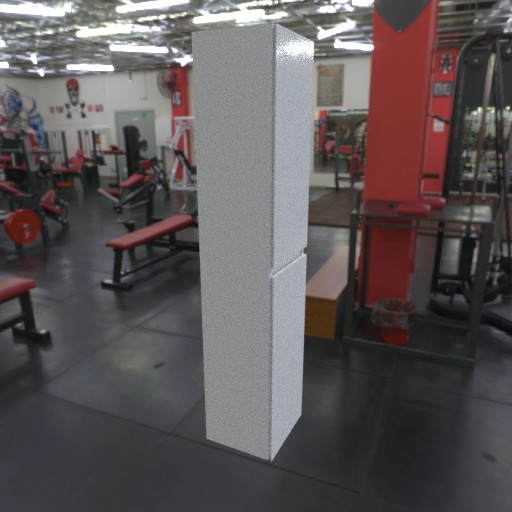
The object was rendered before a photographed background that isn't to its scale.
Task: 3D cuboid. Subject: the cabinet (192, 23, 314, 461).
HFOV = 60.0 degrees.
[{"bbox_3d":[0.000,0.000,1.556,0.270,1.400,0.300,8,18,25],"label":"cabinet"}]
